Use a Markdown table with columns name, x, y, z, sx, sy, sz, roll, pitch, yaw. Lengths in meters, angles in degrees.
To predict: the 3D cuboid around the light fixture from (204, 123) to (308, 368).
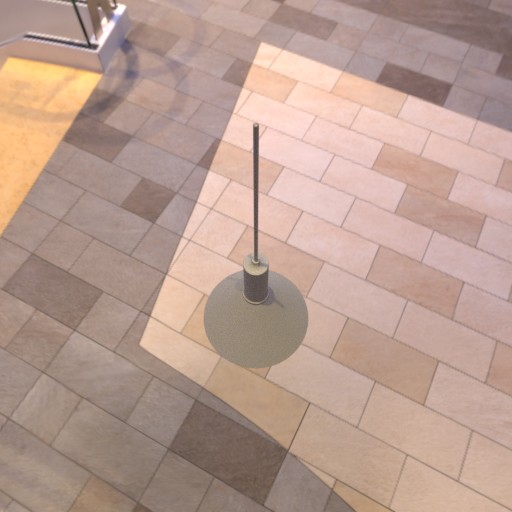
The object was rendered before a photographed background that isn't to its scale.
| name | x | y | z | sx | sy | sz | roll | pitch | yaw |
| --- | --- | --- | --- | --- | --- | --- | --- | --- | --- |
| light fixture | 0.000 | 0.000 | 0.836 | 0.267 | 0.683 | 0.267 | -16 | 64 | -8 |
